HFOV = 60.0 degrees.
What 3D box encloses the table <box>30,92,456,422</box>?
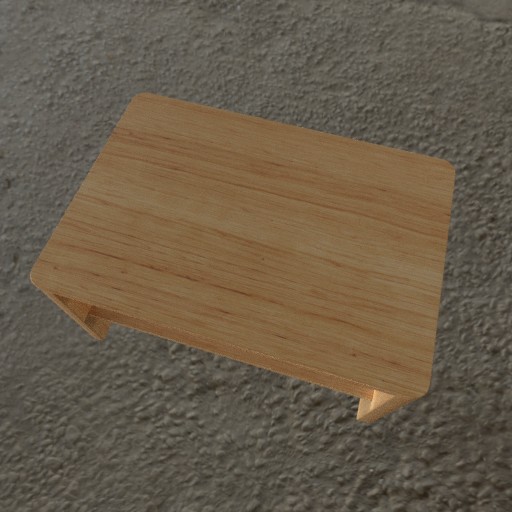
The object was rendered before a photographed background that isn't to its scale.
[{"bbox_3d":[0.000,0.000,1.385,0.997,0.445,0.696,15,64,8],"label":"table"}]
